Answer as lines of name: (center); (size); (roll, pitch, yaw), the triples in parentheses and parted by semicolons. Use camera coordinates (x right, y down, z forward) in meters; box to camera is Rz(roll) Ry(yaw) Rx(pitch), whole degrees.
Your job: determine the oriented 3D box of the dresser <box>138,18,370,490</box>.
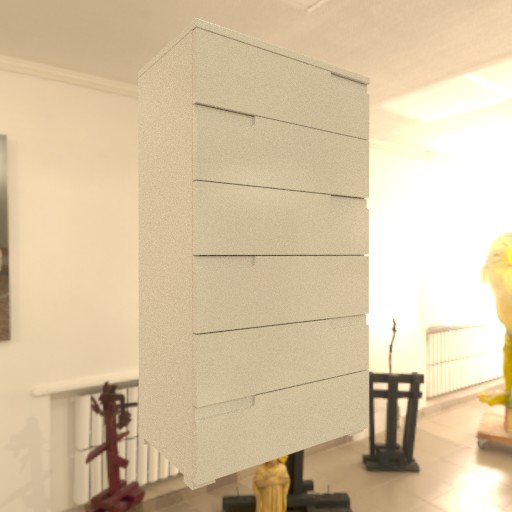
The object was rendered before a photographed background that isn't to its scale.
dresser: (0.000, 0.000, 1.457); (0.650, 1.190, 0.400); (0, 0, -35)
